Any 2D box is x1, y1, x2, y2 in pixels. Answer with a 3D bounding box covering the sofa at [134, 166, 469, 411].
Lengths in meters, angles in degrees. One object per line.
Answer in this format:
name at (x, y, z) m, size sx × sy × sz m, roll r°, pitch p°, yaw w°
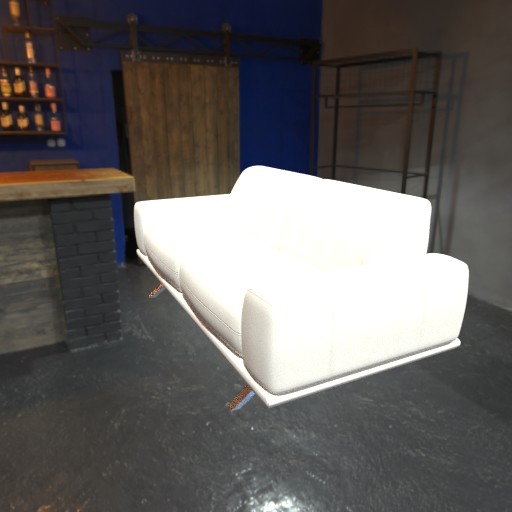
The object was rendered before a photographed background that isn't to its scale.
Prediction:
sofa at (0.000, 0.000, 2.328) m, size 0.900 × 0.772 × 1.901 m, roll -9°, pitch 19°, yaw -26°
